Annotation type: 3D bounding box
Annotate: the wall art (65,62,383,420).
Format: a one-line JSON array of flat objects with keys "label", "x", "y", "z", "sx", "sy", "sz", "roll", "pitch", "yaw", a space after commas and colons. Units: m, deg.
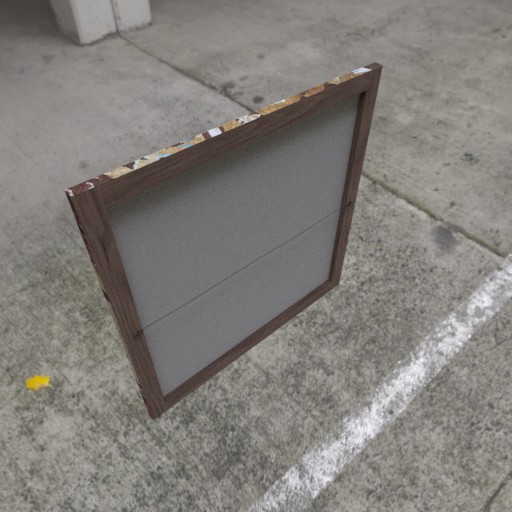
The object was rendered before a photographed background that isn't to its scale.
[{"label": "wall art", "x": 0.000, "y": 0.000, "z": 1.119, "sx": 0.757, "sy": 0.762, "sz": 0.028, "roll": -31, "pitch": 53, "yaw": -28}]
